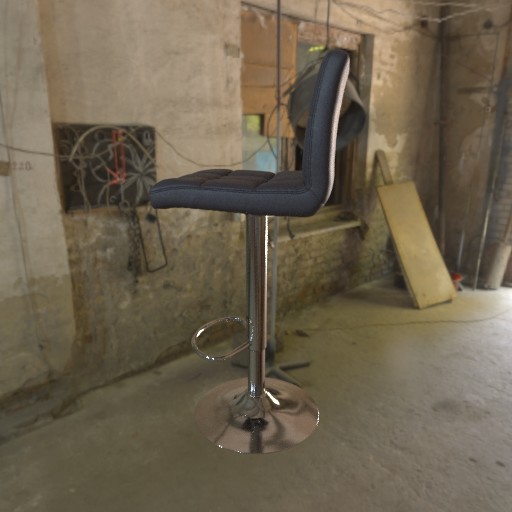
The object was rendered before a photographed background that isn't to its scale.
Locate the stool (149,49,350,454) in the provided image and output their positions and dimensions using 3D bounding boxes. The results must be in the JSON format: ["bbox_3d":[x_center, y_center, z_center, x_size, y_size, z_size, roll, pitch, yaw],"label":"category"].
[{"bbox_3d":[0.000,0.000,1.371,0.505,1.115,0.430,3,16,9],"label":"stool"}]
